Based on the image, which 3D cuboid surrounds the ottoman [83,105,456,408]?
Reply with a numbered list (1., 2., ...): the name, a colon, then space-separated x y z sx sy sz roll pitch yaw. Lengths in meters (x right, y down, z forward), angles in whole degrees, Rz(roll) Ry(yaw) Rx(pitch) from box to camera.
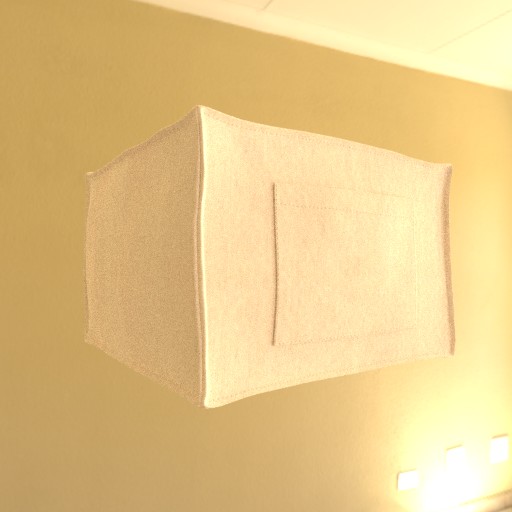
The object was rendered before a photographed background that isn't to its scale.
1. ottoman: 0.000 0.000 1.111 0.707 0.470 0.696 0 0 -35
